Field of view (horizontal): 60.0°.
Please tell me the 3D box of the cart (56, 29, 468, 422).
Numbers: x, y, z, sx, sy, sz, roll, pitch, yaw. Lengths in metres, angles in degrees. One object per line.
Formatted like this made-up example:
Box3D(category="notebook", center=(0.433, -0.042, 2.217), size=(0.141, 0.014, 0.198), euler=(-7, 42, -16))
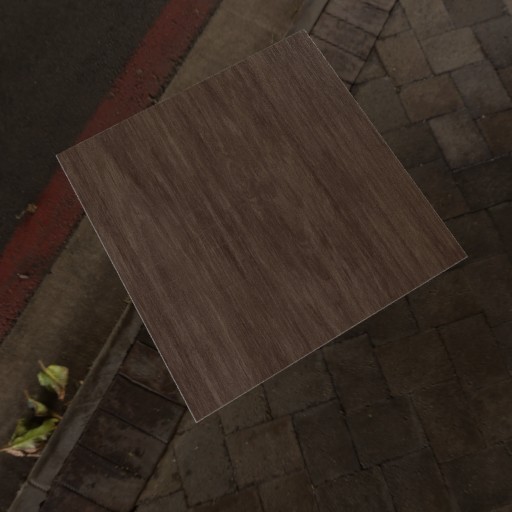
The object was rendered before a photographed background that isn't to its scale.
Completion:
Box3D(category="cart", center=(0.000, 0.000, 1.137), size=(0.520, 0.762, 0.521), euler=(-30, 78, -7))
